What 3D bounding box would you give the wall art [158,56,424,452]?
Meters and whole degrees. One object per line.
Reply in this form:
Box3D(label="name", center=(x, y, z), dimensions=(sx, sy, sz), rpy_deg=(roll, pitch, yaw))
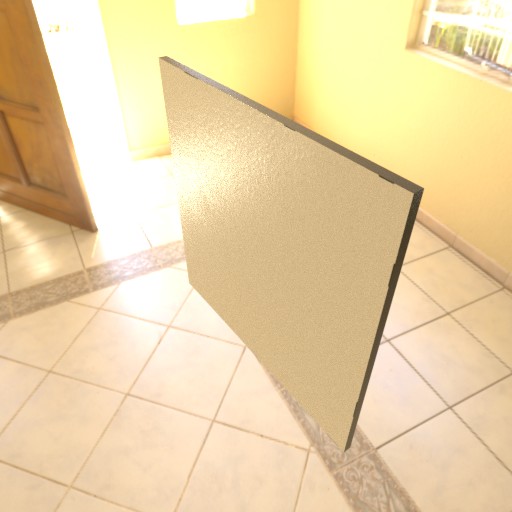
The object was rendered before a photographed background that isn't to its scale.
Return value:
Box3D(label="wall art", center=(0.000, 0.000, 0.642), dimensions=(0.014, 0.445, 0.446), rpy_deg=(-26, 47, -27))
